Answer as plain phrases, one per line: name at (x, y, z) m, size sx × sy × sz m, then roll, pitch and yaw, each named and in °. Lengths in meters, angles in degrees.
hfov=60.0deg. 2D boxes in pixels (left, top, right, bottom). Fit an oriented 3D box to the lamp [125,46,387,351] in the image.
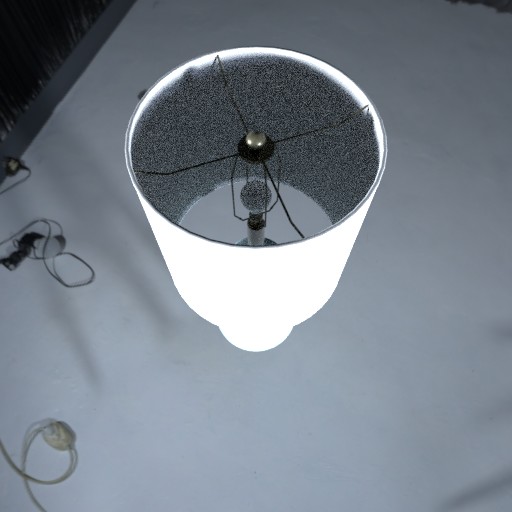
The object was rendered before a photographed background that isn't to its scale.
lamp at (0.000, 0.000, 1.100) m, size 0.418 × 0.871 × 0.418 m, roll 17°, pitch 65°, yaw 8°
